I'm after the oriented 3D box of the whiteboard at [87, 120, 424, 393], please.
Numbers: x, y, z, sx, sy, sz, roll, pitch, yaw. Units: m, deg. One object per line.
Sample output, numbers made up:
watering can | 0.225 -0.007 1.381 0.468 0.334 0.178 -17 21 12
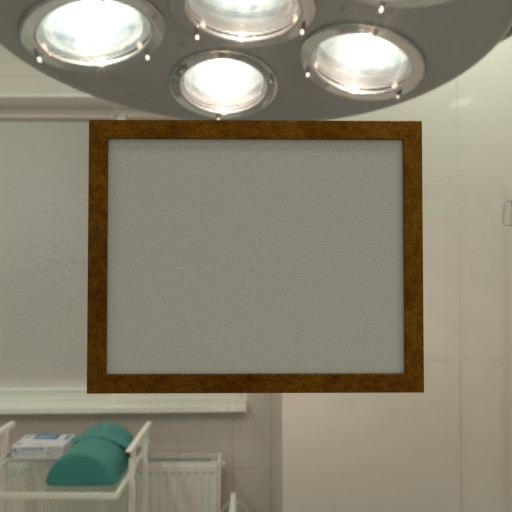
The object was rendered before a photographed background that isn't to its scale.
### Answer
whiteboard | 0.000 0.000 0.757 0.561 0.457 0.029 0 -1 -1
